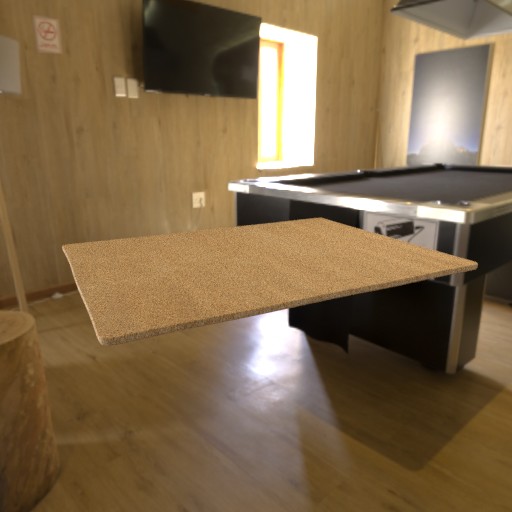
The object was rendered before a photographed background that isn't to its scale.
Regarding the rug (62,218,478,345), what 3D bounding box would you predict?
[{"bbox_3d":[0.000,0.000,2.097,1.600,0.025,1.199,-8,18,-26],"label":"rug"}]
